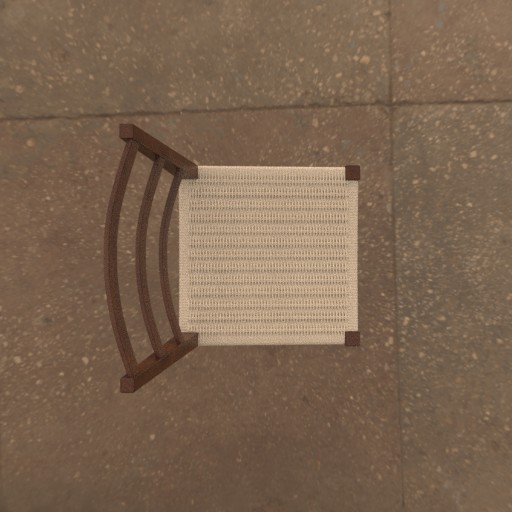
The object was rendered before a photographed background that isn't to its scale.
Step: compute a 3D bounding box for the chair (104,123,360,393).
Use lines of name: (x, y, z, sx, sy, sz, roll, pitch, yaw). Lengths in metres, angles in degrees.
chair: (0.000, 0.000, 1.175, 0.551, 0.813, 0.480, 0, 91, -1)
